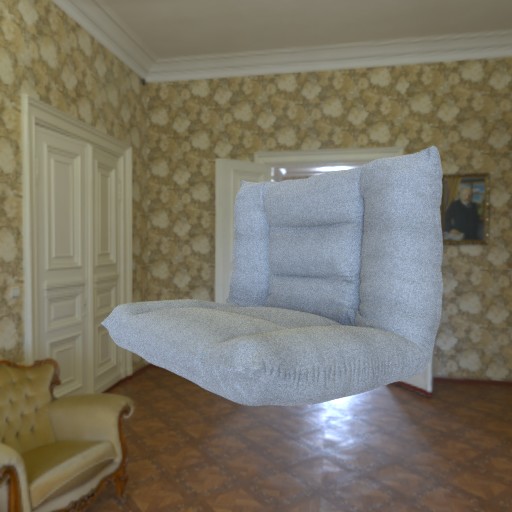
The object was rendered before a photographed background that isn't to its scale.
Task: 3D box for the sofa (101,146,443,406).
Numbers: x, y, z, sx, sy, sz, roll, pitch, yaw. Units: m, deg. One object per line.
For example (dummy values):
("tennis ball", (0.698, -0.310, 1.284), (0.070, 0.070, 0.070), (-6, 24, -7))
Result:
("sofa", (0.000, 0.000, 1.687), (0.847, 0.795, 1.144), (0, 0, -36))
